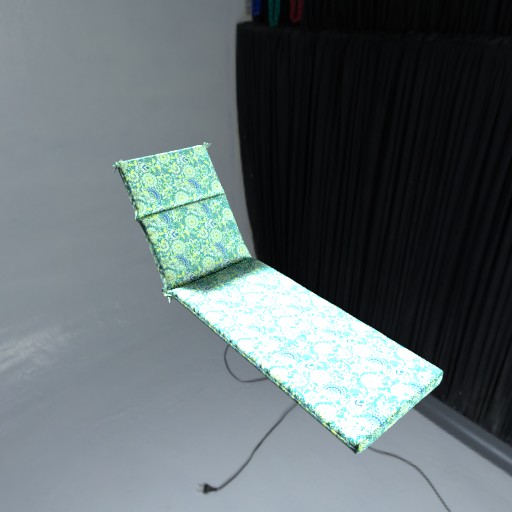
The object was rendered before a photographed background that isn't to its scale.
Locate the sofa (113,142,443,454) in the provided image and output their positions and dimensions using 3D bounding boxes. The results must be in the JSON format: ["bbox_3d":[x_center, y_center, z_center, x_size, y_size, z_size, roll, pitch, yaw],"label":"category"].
[{"bbox_3d":[0.000,0.000,1.994,0.582,0.622,1.663,-22,36,-34],"label":"sofa"}]
